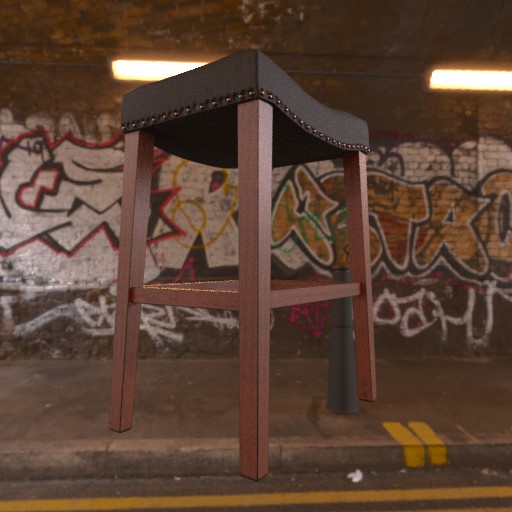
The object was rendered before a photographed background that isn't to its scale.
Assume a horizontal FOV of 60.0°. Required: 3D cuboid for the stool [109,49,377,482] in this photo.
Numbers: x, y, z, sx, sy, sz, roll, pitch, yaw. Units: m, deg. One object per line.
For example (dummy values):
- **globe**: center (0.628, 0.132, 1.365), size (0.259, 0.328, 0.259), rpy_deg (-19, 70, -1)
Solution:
- **stool**: center (0.000, 0.000, 0.865), size (0.320, 0.612, 0.439), rpy_deg (-1, -1, 36)
